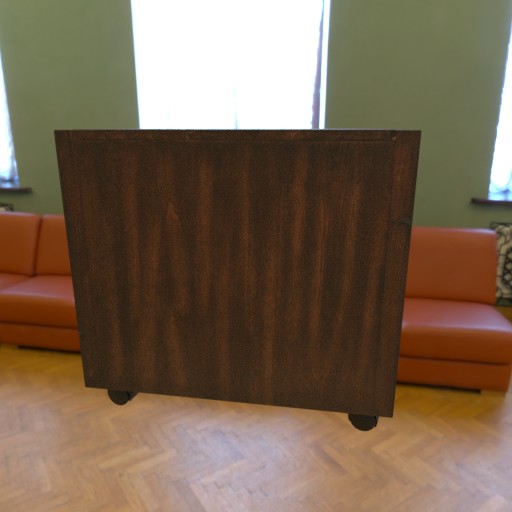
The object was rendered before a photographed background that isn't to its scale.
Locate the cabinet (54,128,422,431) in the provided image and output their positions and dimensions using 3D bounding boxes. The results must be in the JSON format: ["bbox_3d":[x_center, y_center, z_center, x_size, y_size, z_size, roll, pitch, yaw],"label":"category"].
[{"bbox_3d":[0.000,0.000,0.826,0.500,0.455,0.402,3,16,9],"label":"cabinet"}]
